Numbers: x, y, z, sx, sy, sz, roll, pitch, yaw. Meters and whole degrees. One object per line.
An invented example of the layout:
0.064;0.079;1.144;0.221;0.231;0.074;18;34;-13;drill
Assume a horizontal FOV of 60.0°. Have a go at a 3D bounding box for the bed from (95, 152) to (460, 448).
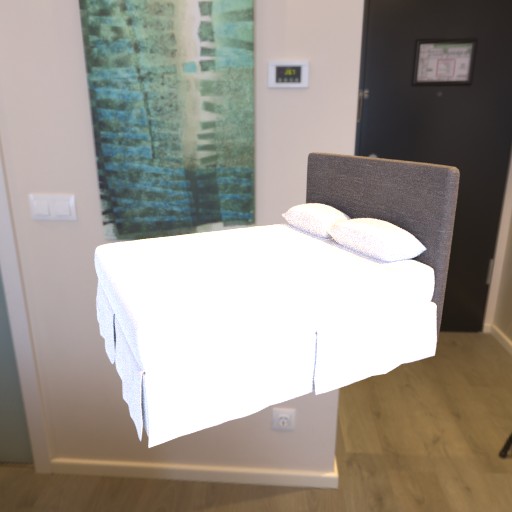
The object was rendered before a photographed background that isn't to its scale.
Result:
0.000;0.000;3.208;2.142;1.330;1.723;-8;19;-25;bed
